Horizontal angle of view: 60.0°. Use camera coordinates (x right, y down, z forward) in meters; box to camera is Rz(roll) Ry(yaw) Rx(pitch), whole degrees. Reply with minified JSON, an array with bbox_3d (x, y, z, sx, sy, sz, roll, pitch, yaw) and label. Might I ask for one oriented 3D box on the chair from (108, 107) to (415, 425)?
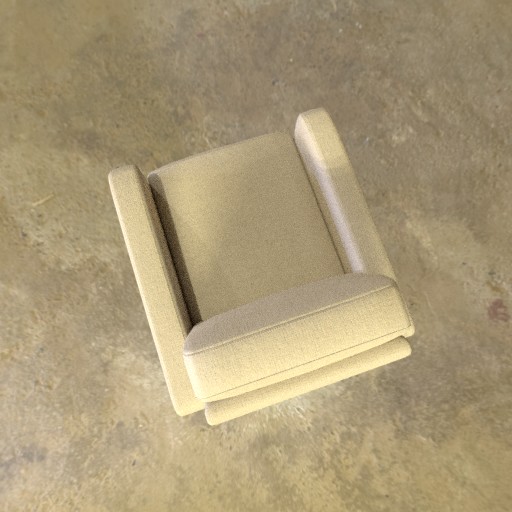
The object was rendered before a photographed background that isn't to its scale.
[{"bbox_3d":[0.000,0.000,1.480,0.755,0.827,0.888,-18,76,-5],"label":"chair"}]
